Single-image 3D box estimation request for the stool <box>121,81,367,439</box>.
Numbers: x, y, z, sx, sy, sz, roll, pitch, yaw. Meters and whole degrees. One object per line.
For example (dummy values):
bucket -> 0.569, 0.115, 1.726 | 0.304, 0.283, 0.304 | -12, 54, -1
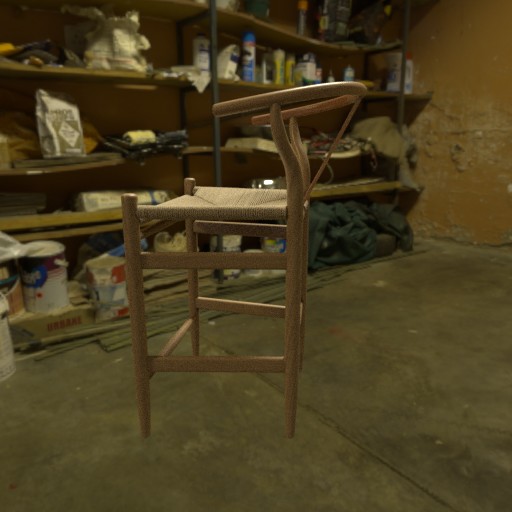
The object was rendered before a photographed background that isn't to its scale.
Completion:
stool -> 0.000, 0.000, 1.296 | 0.575, 0.923, 0.536 | 2, 15, 9
